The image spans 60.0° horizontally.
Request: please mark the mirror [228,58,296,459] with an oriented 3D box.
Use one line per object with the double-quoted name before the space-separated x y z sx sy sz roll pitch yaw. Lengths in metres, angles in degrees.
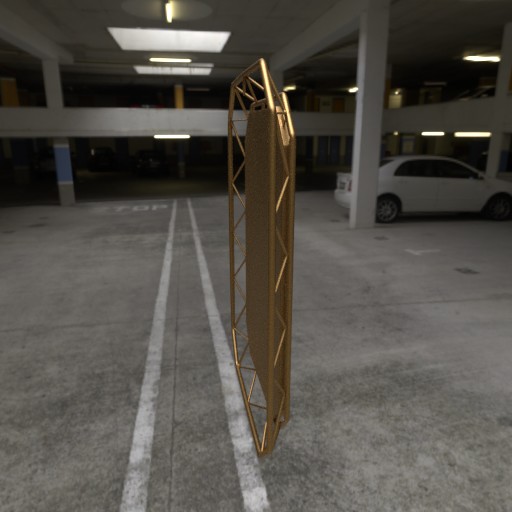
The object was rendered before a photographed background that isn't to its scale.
"mirror" 0.000 0.000 0.729 0.042 0.566 0.417 -3 16 -9
